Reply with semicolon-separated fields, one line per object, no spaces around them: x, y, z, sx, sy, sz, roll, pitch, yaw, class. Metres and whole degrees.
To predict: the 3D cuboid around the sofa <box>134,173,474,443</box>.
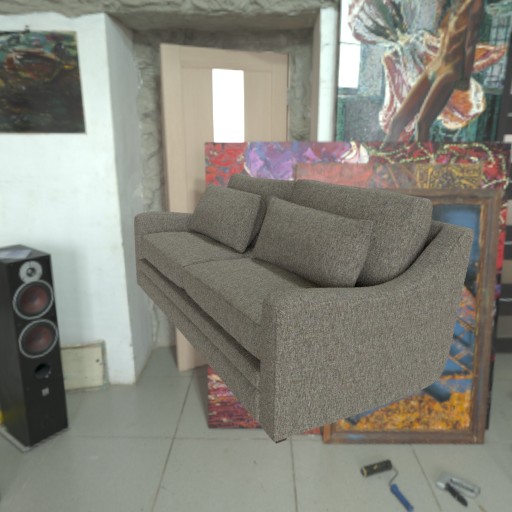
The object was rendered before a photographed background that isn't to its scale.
0.000;0.000;2.961;1.103;0.998;2.418;-8;17;-27;sofa
